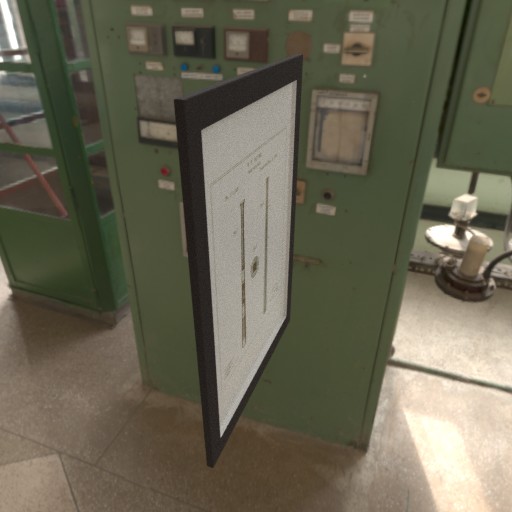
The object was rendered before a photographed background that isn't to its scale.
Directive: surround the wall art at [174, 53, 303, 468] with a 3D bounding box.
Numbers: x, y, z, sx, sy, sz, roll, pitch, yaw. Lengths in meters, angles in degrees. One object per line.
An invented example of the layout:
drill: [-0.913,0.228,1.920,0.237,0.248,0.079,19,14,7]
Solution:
wall art: [0.000,0.000,0.678,0.012,0.529,0.374,11,32,18]
